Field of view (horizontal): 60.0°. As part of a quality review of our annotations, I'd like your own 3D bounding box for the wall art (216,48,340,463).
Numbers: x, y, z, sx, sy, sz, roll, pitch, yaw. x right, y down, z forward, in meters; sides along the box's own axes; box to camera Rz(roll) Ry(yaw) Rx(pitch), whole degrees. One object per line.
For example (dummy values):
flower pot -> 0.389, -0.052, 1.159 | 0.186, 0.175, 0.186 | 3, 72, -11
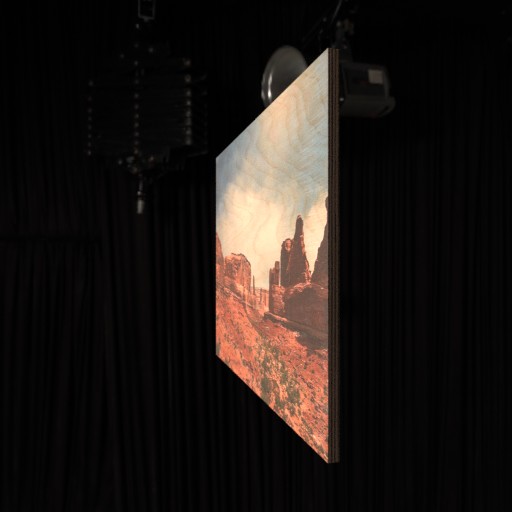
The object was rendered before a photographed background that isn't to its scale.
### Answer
wall art -> 0.000, 0.000, 0.677 | 0.013, 0.406, 0.508 | 0, 0, -18
